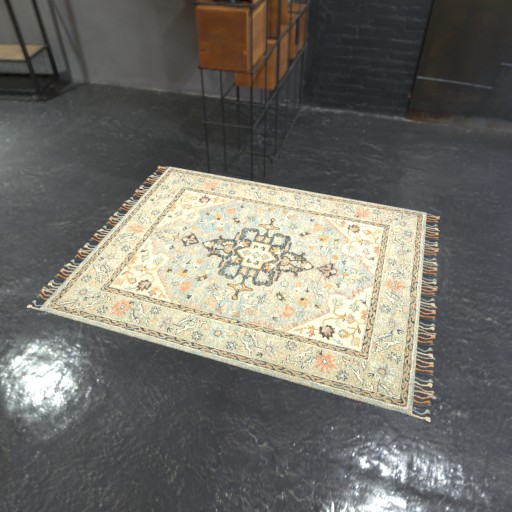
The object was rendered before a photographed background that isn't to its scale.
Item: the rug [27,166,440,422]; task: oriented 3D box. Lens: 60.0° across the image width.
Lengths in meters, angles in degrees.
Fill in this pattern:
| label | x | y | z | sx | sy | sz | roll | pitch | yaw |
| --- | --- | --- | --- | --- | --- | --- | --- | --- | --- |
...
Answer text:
| label | x | y | z | sx | sy | sz | roll | pitch | yaw |
| --- | --- | --- | --- | --- | --- | --- | --- | --- | --- |
| rug | 0.000 | 0.000 | 2.209 | 1.730 | 0.009 | 1.278 | 12 | 43 | 13 |
